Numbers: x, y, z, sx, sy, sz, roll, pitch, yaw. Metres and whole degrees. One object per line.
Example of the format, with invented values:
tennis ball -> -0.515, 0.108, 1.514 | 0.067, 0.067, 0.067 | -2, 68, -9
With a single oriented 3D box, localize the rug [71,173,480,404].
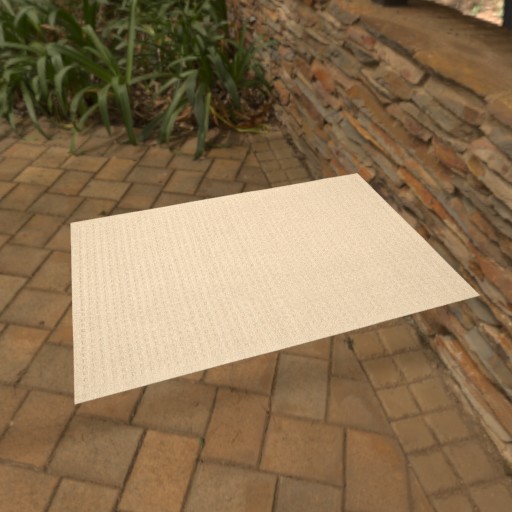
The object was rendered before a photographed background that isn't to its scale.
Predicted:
rug -> 0.000, 0.000, 2.891 | 2.289, 0.006, 1.523 | -12, 41, -14
